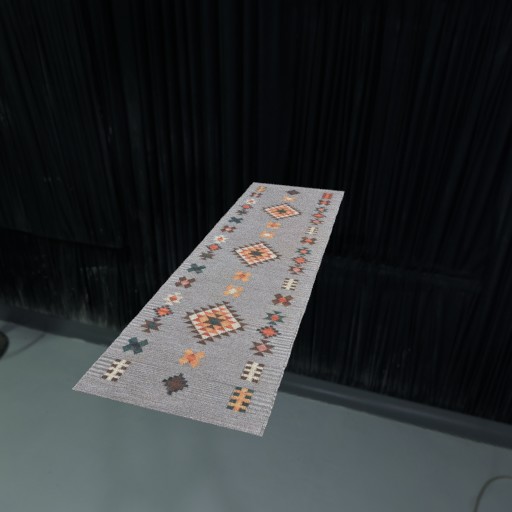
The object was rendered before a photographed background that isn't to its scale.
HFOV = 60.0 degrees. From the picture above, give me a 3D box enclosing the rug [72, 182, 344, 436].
[{"bbox_3d":[0.000,0.000,2.636,0.766,0.008,2.432,8,30,14],"label":"rug"}]
